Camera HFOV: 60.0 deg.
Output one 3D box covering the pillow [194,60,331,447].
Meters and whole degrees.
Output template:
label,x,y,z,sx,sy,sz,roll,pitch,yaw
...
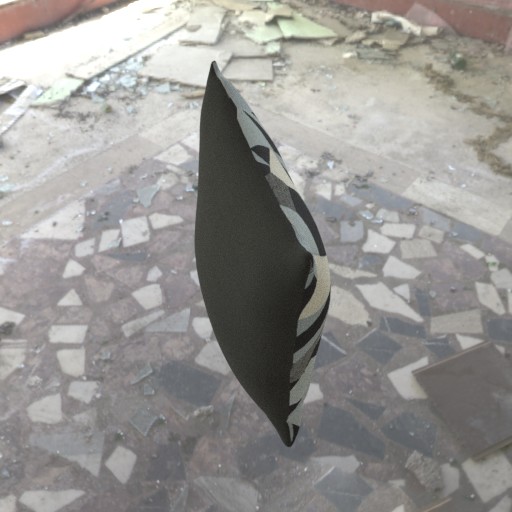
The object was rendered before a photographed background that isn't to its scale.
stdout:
label,x,y,z,sx,sy,sz,roll,pitch,yaw
pillow,0.000,0.000,0.780,0.208,0.496,0.503,-11,49,-10
